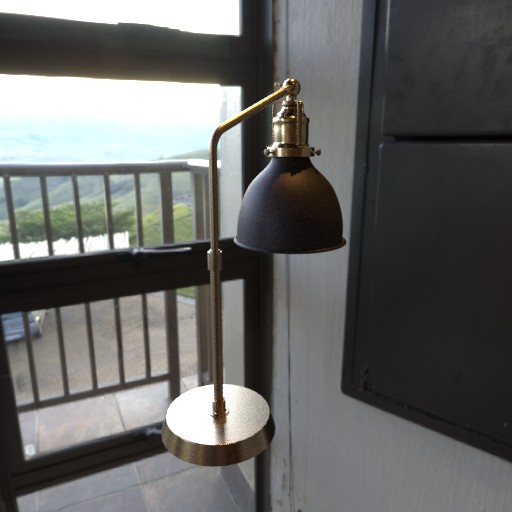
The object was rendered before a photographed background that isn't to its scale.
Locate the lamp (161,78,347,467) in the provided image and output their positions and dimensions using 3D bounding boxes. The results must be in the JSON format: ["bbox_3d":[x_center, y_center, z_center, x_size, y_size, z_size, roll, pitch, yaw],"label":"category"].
[{"bbox_3d":[0.000,0.000,0.592,0.291,0.456,0.160,-13,19,-42],"label":"lamp"}]
